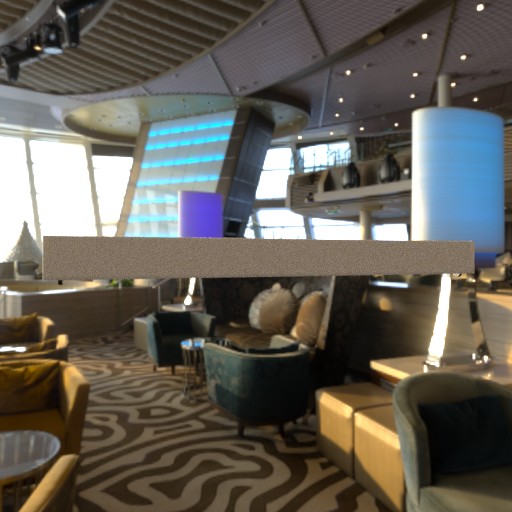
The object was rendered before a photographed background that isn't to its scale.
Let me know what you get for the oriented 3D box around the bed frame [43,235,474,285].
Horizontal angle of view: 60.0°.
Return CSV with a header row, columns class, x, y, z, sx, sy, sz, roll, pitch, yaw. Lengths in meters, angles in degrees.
class,x,y,z,sx,sy,sz,roll,pitch,yaw
bed frame,0.000,0.000,1.538,1.300,0.141,0.670,0,0,-19
